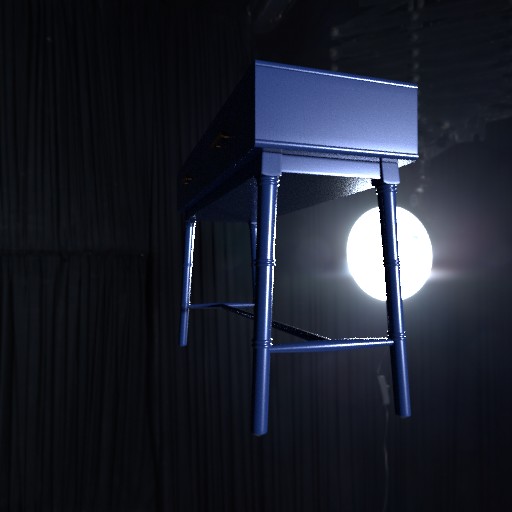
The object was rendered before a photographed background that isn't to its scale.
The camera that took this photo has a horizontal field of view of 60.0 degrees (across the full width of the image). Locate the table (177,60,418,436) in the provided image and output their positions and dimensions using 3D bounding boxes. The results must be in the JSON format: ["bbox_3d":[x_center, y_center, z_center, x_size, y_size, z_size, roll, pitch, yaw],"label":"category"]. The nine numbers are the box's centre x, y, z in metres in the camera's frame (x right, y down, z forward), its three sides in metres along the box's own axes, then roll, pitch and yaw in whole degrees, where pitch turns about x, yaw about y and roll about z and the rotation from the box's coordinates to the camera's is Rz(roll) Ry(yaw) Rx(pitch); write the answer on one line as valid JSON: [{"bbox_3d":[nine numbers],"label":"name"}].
[{"bbox_3d":[0.000,0.000,1.449,0.399,0.749,1.118,0,-1,-18],"label":"table"}]
